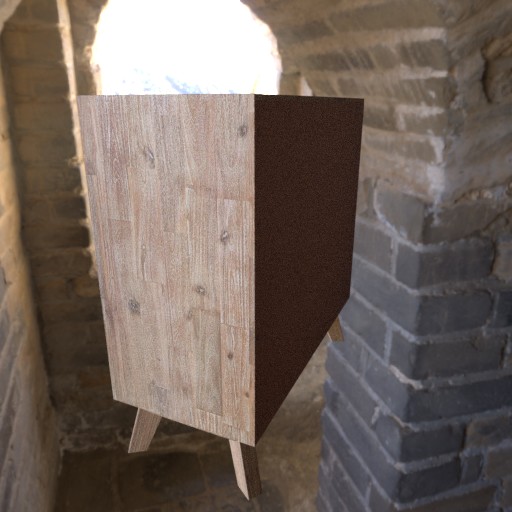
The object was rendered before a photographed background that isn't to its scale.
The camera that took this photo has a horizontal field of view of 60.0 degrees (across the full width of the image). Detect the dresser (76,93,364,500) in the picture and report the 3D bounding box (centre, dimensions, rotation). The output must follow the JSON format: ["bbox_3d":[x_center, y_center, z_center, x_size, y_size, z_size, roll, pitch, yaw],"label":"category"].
[{"bbox_3d":[0.000,0.000,1.526,0.455,1.029,0.998,9,21,23],"label":"dresser"}]
